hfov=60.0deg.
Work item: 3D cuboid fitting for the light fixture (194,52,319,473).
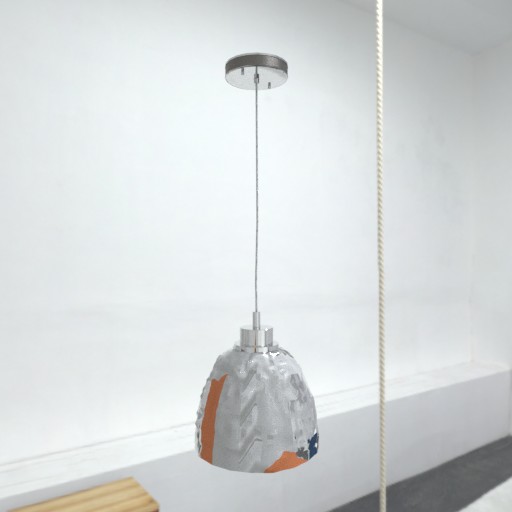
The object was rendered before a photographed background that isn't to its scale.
[{"bbox_3d":[0.000,0.000,1.779,0.500,1.511,0.496,0,1,36],"label":"light fixture"}]
